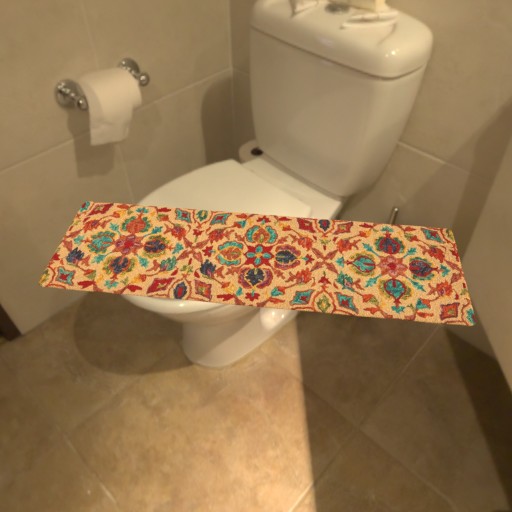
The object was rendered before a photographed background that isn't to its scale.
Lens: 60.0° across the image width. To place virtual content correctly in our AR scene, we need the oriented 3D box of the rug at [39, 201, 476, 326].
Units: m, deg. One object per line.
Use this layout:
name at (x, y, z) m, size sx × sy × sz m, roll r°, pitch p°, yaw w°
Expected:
rug at (0.000, 0.000, 2.503) m, size 2.273 × 0.016 × 0.693 m, roll 5°, pitch 48°, yaw 4°
